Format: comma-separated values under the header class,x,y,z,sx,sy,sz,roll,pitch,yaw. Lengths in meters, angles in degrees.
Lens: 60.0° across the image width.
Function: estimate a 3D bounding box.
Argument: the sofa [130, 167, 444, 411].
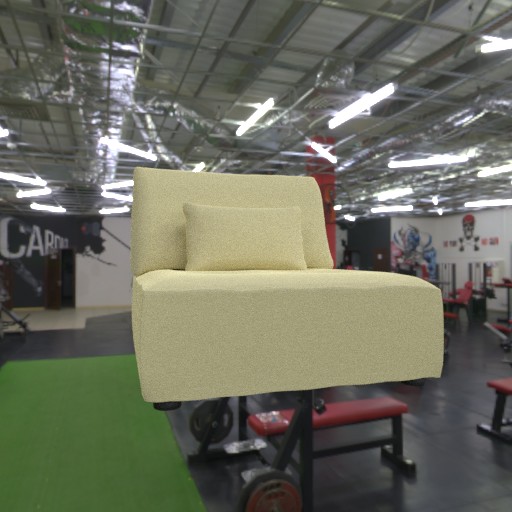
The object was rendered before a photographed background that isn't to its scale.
class,x,y,z,sx,sy,sz,roll,pitch,yaw
sofa,0.000,0.000,1.729,0.930,0.820,1.000,0,0,-17
